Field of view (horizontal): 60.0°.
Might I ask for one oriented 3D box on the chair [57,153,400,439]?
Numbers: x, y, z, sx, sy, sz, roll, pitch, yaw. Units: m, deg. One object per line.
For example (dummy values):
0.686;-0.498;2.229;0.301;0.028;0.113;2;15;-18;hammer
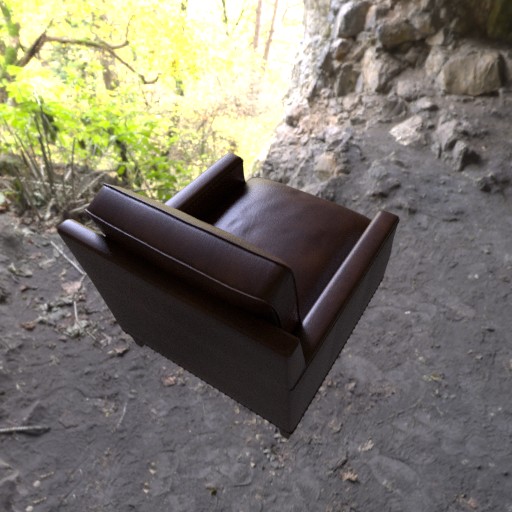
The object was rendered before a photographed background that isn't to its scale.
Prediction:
0.000;0.000;1.760;0.853;0.929;1.014;25;52;22;chair
